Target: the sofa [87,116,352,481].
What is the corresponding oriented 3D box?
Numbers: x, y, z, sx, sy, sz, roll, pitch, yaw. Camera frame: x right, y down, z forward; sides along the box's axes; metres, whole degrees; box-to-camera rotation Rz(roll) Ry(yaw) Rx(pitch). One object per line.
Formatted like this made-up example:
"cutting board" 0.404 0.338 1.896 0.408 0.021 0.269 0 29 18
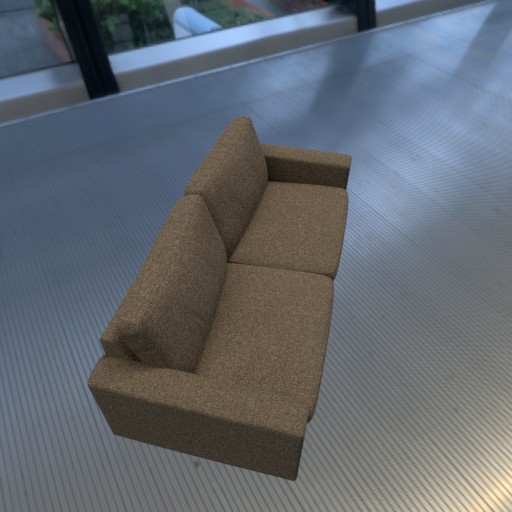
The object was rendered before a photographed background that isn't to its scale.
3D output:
"sofa" 0.000 0.000 2.707 1.016 0.873 2.179 10 46 10
